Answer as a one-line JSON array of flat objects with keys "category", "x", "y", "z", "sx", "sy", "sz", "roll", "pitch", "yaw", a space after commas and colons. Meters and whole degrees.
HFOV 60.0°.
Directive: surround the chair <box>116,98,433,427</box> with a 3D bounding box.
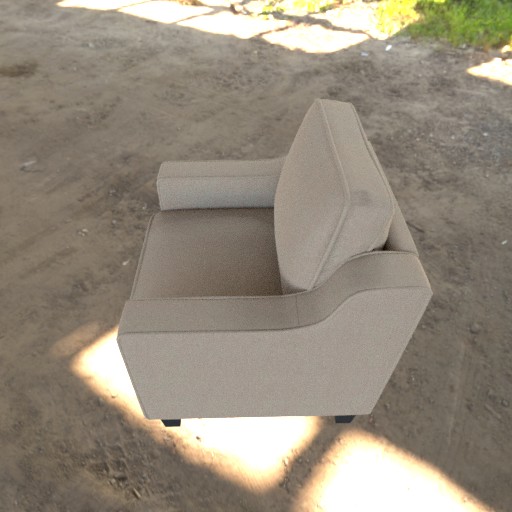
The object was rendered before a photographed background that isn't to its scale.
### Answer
[{"category": "chair", "x": 0.000, "y": 0.000, "z": 1.638, "sx": 0.882, "sy": 0.948, "sz": 0.922, "roll": -1, "pitch": 43, "yaw": -1}]
